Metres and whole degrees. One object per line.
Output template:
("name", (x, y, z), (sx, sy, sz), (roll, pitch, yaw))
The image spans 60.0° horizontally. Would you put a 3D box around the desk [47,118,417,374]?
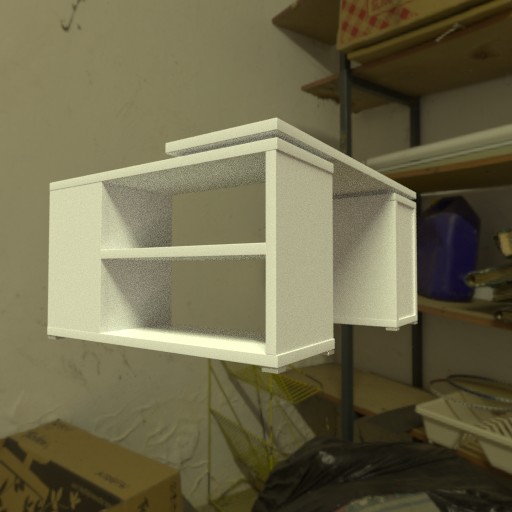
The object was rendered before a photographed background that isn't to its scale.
("desk", (0.000, 0.000, 2.265), (1.200, 0.753, 1.524), (-1, -2, 35))
